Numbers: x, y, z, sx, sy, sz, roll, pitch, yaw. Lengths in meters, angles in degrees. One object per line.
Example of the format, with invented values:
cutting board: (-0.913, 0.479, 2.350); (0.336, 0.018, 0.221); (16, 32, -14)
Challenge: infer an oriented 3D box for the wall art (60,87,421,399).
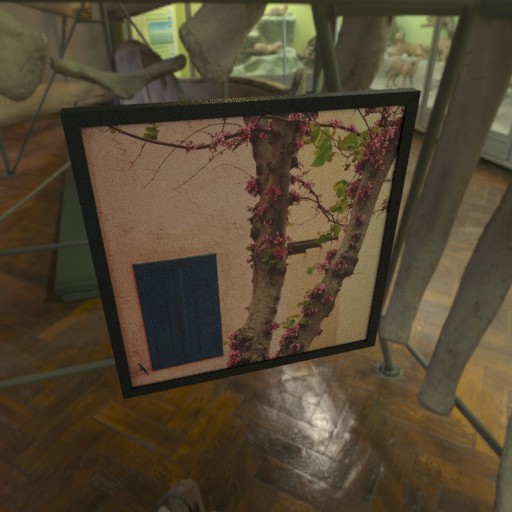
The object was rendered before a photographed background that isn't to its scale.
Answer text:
wall art: (0.000, 0.000, 1.117); (0.762, 0.762, 0.038); (-8, 32, -14)
